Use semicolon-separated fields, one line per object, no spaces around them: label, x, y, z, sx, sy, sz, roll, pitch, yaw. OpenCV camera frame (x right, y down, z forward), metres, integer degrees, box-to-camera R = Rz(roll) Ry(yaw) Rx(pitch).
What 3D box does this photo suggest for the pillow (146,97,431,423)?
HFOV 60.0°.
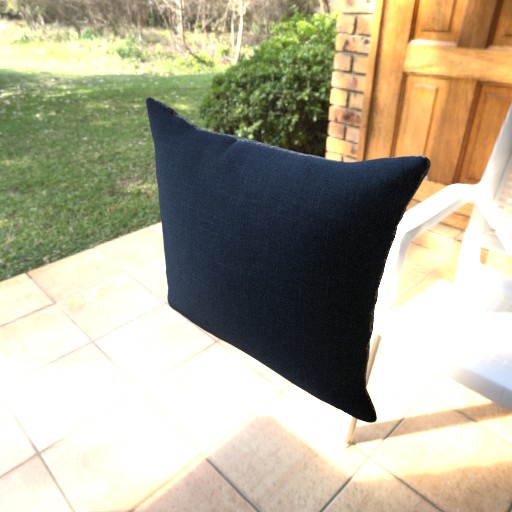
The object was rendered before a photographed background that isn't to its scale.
pillow;0.000;0.000;0.803;0.546;0.487;0.180;23;38;33
